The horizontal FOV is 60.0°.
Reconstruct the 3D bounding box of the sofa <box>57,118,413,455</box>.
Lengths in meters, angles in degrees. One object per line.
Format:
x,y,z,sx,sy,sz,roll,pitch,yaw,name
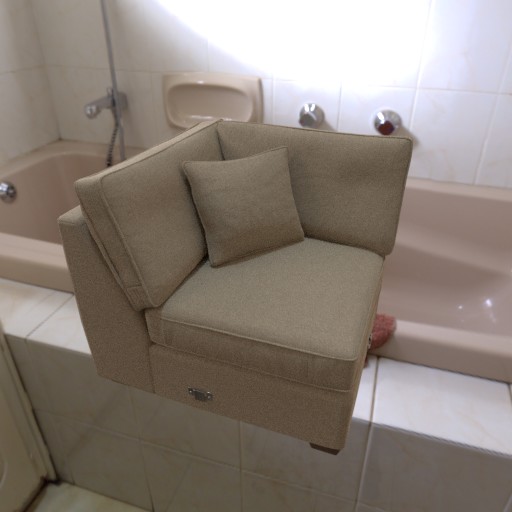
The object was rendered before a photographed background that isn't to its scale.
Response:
0.000,0.000,1.965,1.146,1.002,1.084,10,32,17,sofa
